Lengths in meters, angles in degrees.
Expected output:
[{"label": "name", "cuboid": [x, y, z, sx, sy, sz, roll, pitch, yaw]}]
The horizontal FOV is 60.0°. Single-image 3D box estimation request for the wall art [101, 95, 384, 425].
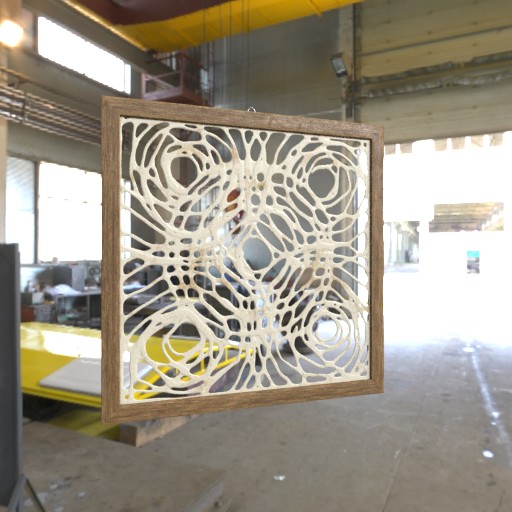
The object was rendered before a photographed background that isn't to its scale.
[{"label": "wall art", "cuboid": [0.000, 0.000, 0.850, 0.561, 0.576, 0.021, 0, 0, -18]}]
